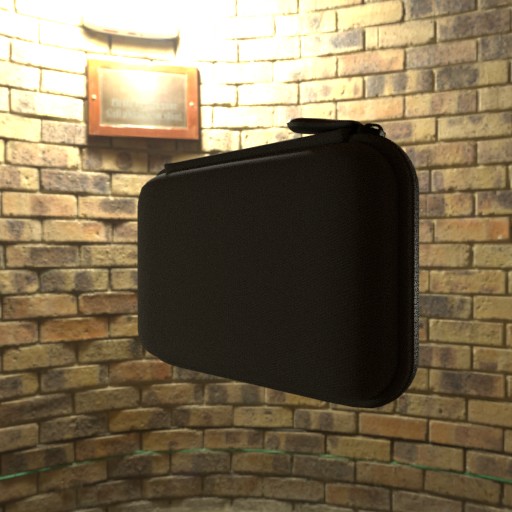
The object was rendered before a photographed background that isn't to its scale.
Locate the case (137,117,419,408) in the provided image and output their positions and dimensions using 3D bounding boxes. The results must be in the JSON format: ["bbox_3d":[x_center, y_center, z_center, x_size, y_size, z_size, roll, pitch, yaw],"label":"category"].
[{"bbox_3d":[0.000,0.000,0.183,0.132,0.105,0.038,0,0,38],"label":"case"}]
